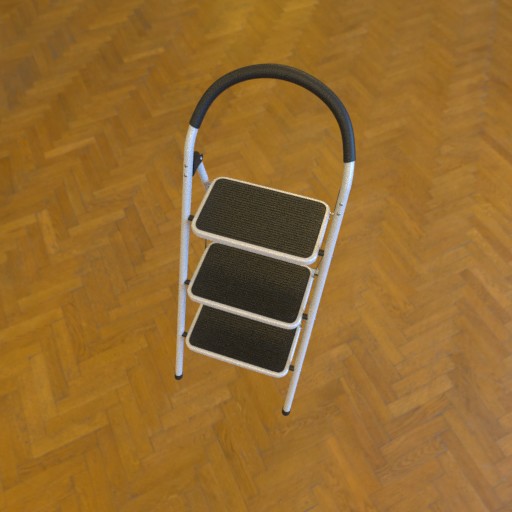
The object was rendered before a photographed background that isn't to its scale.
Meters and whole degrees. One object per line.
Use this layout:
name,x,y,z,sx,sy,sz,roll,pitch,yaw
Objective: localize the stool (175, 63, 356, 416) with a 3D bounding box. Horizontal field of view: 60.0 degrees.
stool,0.000,0.000,1.465,0.485,1.109,0.676,15,59,9
